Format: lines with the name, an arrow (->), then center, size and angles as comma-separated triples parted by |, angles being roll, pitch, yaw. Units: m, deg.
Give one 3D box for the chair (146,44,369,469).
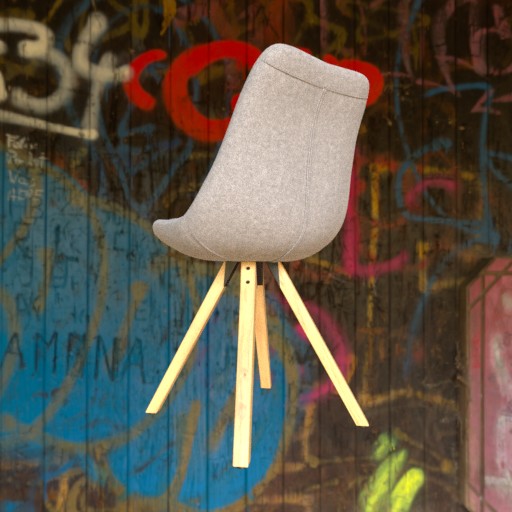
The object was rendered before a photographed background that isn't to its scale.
chair -> 0.000, 0.000, 1.183 | 0.483, 0.865, 0.550 | 1, -1, -37
